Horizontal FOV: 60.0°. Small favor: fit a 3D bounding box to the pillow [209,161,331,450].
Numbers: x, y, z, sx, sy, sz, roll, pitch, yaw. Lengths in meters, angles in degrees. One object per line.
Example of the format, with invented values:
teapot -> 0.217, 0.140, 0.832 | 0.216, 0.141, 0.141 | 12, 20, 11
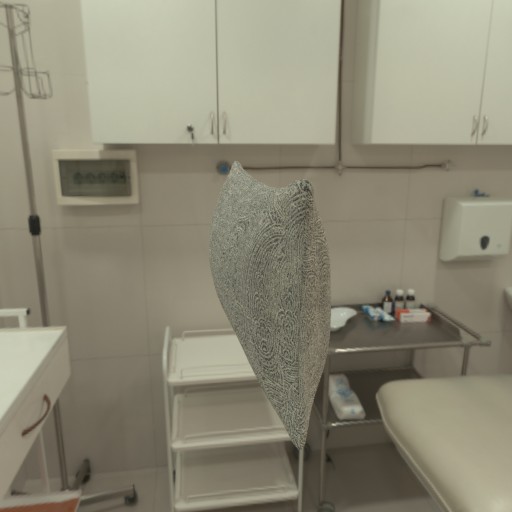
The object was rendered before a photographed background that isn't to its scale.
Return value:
pillow -> 0.000, 0.000, 0.739 | 0.151, 0.295, 0.615 | -2, 14, -9
